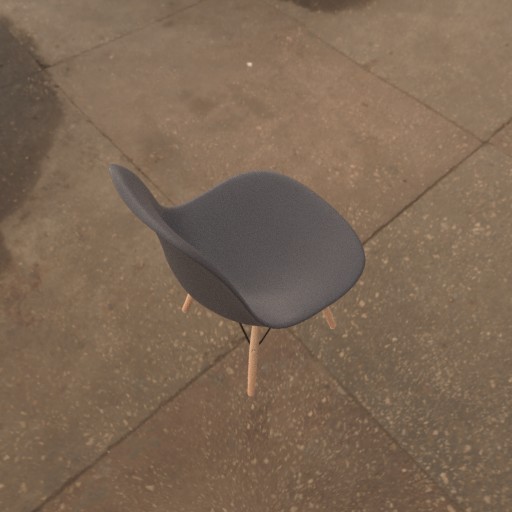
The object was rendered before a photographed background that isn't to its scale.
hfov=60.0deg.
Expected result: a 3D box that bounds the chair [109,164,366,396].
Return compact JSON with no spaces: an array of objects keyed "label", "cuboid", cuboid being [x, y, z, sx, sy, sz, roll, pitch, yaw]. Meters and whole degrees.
[{"label":"chair","cuboid":[0.000,0.000,1.159,0.533,0.826,0.470,-34,64,-19]}]
